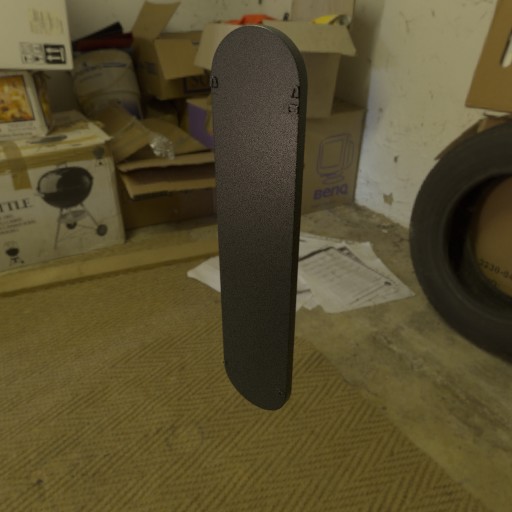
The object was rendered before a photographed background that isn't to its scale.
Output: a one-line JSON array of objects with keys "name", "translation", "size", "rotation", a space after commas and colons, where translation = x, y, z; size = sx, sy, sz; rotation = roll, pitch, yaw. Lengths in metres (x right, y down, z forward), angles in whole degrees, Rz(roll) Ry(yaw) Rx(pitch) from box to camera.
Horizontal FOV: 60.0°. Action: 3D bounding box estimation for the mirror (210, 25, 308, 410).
[{"name": "mirror", "translation": [0.000, 0.000, 1.071], "size": [0.222, 0.991, 0.032], "rotation": [20, 35, 32]}]
